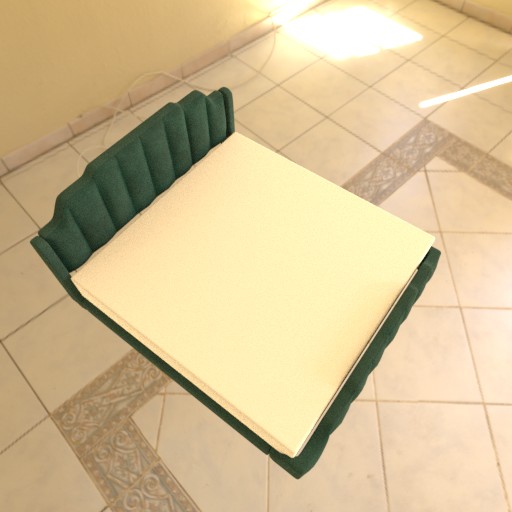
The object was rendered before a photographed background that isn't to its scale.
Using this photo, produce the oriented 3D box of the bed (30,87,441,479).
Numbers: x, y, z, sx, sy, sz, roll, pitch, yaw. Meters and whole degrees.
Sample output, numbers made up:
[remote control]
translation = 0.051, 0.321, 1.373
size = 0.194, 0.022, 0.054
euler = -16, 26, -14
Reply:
[bed]
translation = 0.000, 0.000, 3.414
size = 2.340, 1.245, 2.074
euler = 32, 63, 19
